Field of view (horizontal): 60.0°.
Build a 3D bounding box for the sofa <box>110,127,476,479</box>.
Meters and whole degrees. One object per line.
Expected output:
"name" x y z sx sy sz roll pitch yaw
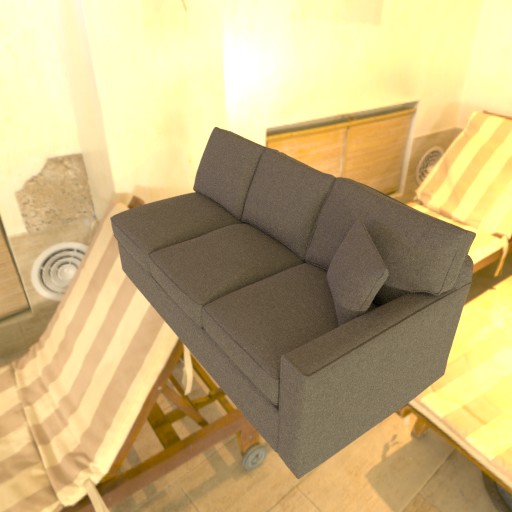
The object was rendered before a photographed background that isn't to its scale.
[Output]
"sofa" 0.000 0.000 2.502 1.034 0.946 1.963 -20 37 -30
